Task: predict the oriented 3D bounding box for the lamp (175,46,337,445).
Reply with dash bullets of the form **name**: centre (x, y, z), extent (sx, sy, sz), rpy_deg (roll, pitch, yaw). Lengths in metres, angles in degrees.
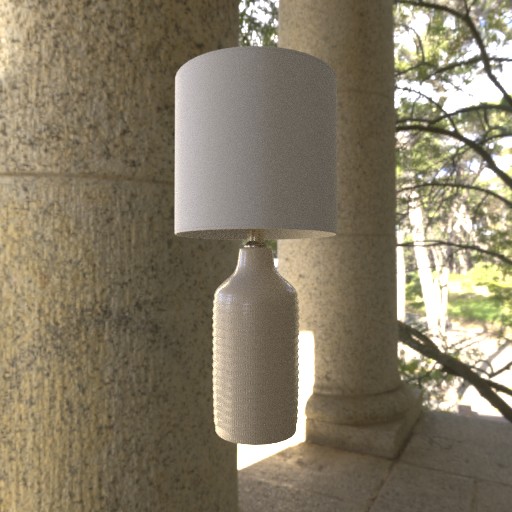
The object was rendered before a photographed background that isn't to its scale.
- **lamp**: centre (0.000, 0.000, 0.610), extent (0.220, 0.475, 0.220), rpy_deg (0, -1, 0)
